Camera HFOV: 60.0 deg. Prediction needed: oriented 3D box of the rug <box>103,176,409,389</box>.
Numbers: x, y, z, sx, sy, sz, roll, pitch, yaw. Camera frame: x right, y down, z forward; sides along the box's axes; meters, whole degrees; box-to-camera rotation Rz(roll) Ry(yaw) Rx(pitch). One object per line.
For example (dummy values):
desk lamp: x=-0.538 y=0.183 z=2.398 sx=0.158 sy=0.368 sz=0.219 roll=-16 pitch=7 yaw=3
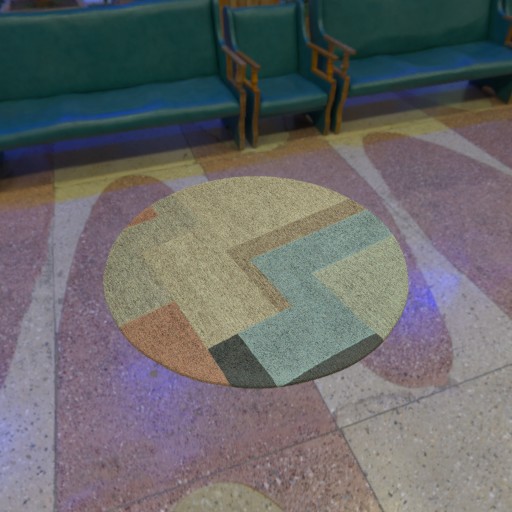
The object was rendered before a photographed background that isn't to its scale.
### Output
rug: x=0.000 y=0.000 z=3.677 sx=2.461 sy=0.033 sz=2.461 roll=0 pitch=42 yaw=0
